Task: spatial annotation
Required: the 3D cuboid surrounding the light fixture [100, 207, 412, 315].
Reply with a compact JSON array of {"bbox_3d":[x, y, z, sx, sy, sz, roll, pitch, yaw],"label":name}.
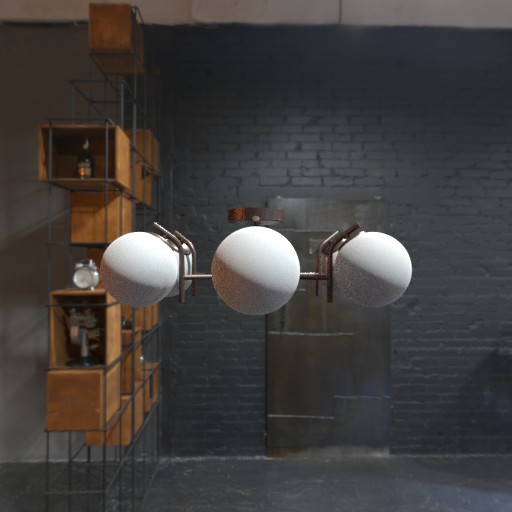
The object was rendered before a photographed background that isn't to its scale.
[{"bbox_3d":[0.000,0.000,0.986,0.662,0.201,0.662,0,-1,0],"label":"light fixture"}]
